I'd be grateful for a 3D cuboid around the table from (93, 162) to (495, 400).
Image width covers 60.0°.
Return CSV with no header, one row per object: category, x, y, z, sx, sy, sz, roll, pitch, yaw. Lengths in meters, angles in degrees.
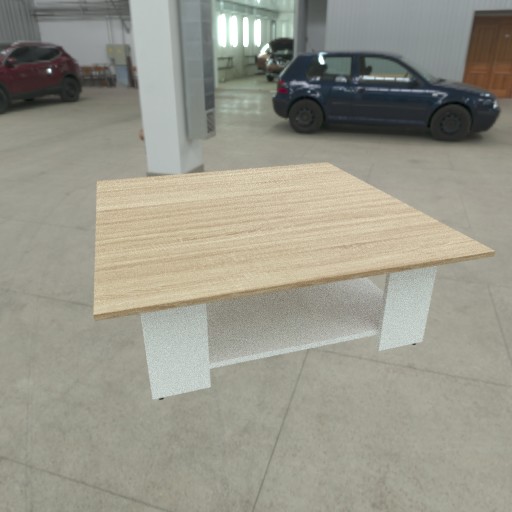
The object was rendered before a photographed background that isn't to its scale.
table,0.000,0.000,1.360,0.890,0.305,0.890,-8,27,-16
